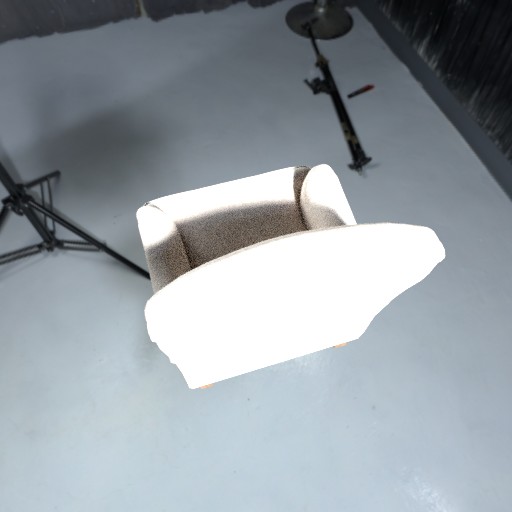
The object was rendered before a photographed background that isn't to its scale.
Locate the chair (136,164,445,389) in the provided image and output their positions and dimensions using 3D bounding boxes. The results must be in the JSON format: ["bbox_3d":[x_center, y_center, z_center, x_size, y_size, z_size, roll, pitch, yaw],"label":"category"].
[{"bbox_3d":[0.000,0.000,1.866,0.879,1.119,0.953,-15,59,-9],"label":"chair"}]
